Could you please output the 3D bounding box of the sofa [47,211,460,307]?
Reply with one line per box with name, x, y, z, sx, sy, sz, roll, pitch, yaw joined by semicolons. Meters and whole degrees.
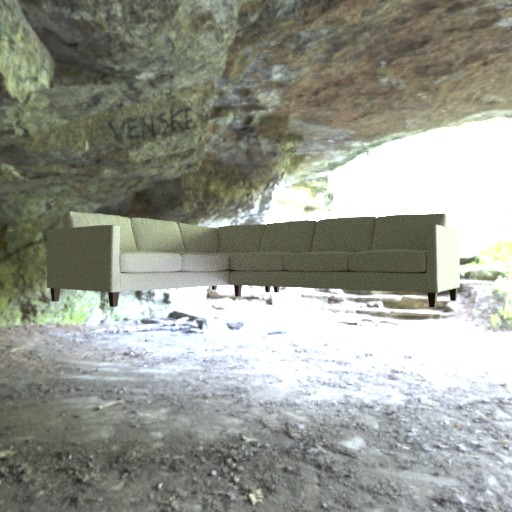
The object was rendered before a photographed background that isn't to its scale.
sofa;0.000;0.000;4.260;3.182;0.863;2.432;-1;-1;36
